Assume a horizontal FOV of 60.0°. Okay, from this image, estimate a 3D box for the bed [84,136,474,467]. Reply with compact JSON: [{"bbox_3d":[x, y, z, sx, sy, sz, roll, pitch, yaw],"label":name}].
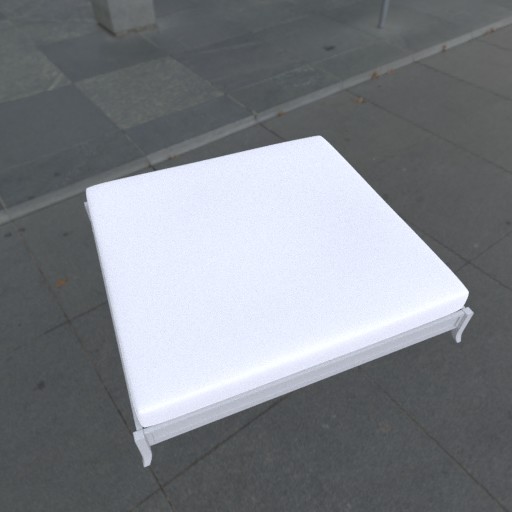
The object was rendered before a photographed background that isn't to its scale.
[{"bbox_3d":[0.000,0.000,3.109,2.108,0.510,2.007,-16,49,-15],"label":"bed"}]
